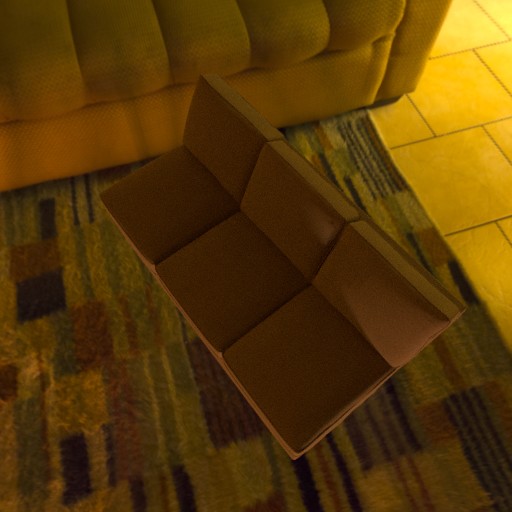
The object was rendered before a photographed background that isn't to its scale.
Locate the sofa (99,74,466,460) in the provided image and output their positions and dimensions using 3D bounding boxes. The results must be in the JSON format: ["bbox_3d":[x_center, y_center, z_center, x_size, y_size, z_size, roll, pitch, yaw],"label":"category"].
[{"bbox_3d":[0.000,0.000,2.768,1.127,1.036,2.092,-35,67,-17],"label":"sofa"}]
